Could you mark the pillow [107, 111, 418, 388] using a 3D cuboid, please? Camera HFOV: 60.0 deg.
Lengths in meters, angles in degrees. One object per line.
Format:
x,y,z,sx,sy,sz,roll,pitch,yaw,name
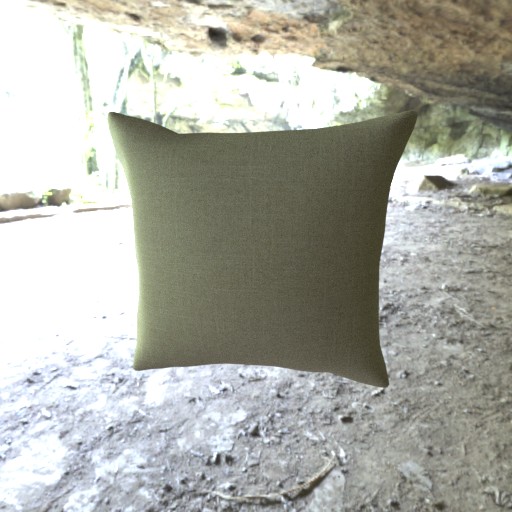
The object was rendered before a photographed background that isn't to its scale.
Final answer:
0.000,0.000,0.641,0.414,0.399,0.173,2,16,7,pillow
